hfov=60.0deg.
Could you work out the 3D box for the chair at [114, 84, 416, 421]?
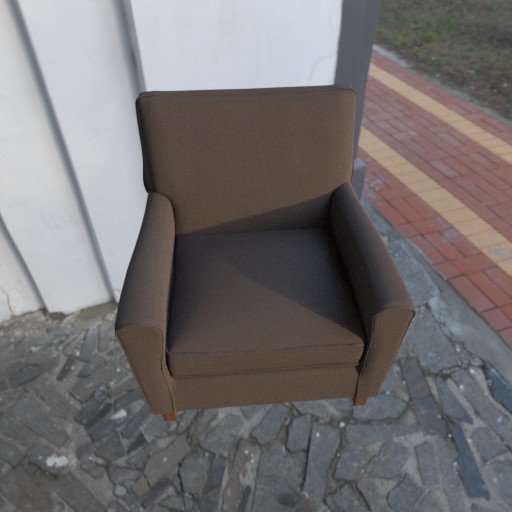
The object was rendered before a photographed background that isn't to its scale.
[{"bbox_3d":[0.000,0.000,1.604,0.836,0.911,0.831,-3,44,-4],"label":"chair"}]
